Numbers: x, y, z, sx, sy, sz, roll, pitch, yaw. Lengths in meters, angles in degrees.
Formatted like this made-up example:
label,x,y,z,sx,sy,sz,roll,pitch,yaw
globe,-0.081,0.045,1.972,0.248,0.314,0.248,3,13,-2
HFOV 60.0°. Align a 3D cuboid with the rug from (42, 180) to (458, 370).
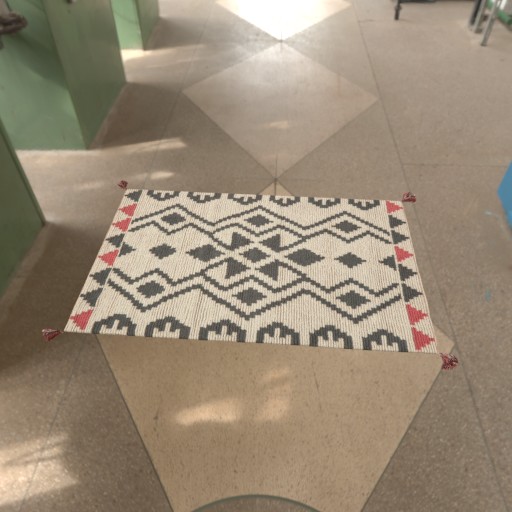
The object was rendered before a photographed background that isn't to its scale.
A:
label,x,y,z,sx,sy,sz,roll,pitch,yaw
rug,0.000,0.000,3.366,2.672,0.066,1.741,3,46,3
